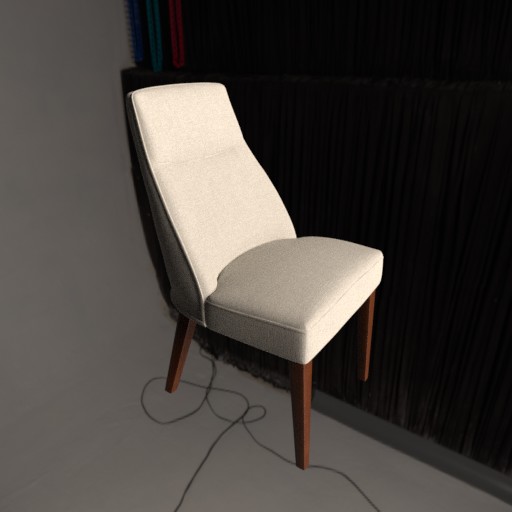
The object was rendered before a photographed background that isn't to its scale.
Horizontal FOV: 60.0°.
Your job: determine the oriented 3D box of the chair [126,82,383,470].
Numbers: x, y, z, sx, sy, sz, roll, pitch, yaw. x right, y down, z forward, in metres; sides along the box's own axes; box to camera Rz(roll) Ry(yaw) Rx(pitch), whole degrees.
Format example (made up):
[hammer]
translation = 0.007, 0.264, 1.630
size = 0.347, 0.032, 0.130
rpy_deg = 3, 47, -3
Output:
[chair]
translation = 0.000, 0.000, 1.310
size = 0.620, 0.930, 0.500
rpy_deg = 16, 29, 31
